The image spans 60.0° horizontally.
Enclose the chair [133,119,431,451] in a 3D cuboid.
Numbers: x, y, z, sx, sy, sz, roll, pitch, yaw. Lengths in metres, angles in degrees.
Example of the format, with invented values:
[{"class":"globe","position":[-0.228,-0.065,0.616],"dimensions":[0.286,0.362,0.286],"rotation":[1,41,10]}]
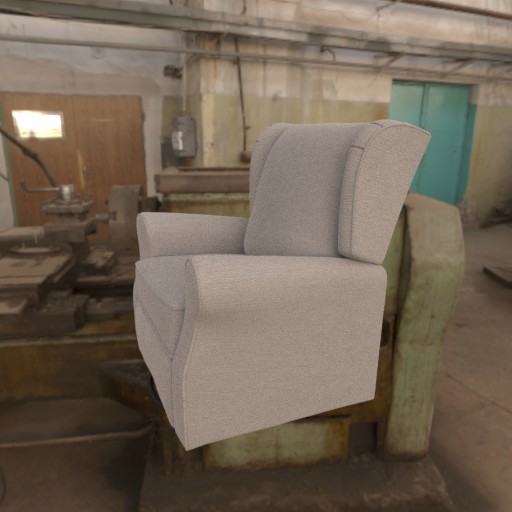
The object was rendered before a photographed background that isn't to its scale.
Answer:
[{"class":"chair","position":[0.000,0.000,1.657],"dimensions":[0.854,0.966,0.906],"rotation":[-7,17,-23]}]
